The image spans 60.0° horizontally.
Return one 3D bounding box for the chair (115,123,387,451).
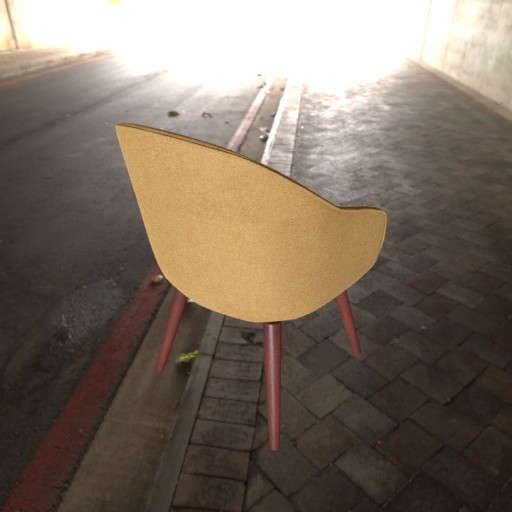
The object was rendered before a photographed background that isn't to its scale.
[{"bbox_3d":[0.000,0.000,1.245,0.596,0.823,0.635,22,36,33],"label":"chair"}]
